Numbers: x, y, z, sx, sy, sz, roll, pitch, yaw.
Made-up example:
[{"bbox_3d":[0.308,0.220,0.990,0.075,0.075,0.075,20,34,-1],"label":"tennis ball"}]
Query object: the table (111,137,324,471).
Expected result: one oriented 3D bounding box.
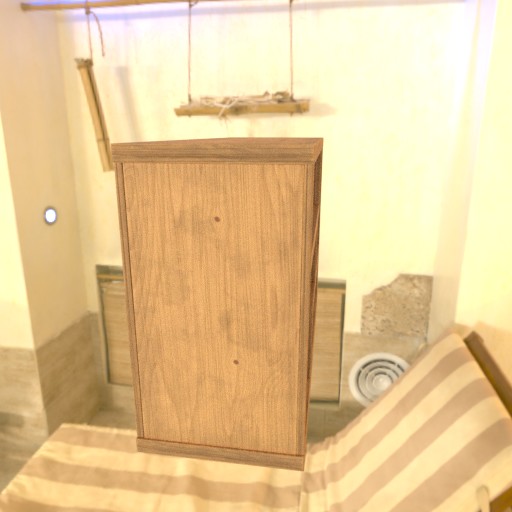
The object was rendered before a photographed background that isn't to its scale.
[{"bbox_3d":[0.000,0.000,1.514,0.410,0.771,1.151,2,16,9],"label":"table"}]
